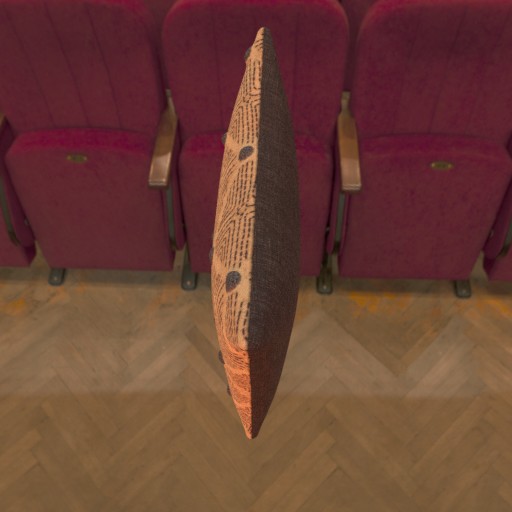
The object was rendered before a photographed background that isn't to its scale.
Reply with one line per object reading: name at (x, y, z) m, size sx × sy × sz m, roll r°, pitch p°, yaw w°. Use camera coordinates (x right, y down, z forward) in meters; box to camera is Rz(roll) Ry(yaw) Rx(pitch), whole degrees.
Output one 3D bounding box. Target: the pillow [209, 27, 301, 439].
pillow at (0.000, 0.000, 0.755) m, size 0.145 × 0.510 × 0.510 m, roll 2°, pitch 59°, yaw 1°
